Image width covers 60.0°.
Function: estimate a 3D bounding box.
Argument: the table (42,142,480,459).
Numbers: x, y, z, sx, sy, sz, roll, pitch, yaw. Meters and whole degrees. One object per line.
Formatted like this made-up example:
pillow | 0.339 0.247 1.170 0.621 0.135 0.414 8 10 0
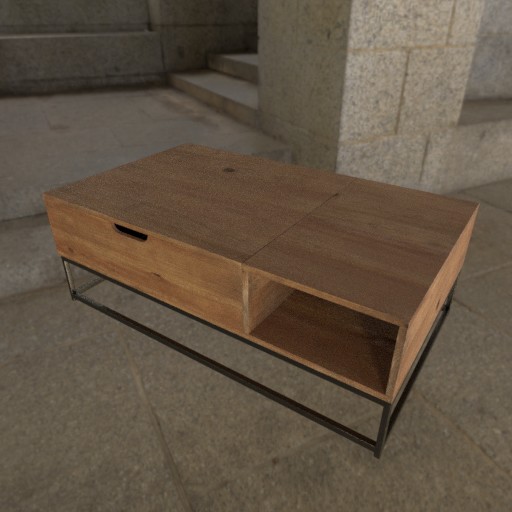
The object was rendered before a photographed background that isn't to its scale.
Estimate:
table | 0.000 0.000 1.392 1.101 0.395 0.655 19 35 29
